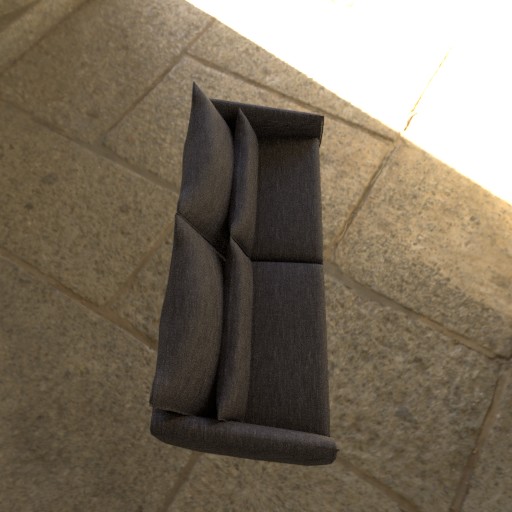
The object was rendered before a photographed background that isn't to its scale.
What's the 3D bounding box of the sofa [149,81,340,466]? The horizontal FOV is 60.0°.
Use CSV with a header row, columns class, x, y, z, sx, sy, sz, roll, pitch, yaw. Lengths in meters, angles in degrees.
class,x,y,z,sx,sy,sz,roll,pitch,yaw
sofa,0.000,0.000,2.392,0.807,0.843,2.019,2,63,1
